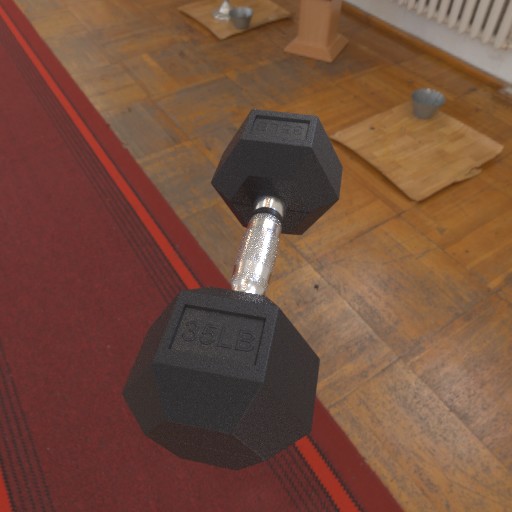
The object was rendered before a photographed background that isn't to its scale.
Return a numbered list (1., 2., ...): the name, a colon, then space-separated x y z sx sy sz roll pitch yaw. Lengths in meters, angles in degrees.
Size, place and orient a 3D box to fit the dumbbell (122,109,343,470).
1. dumbbell: 0.000 0.000 0.418 0.141 0.123 0.356 9 49 8
